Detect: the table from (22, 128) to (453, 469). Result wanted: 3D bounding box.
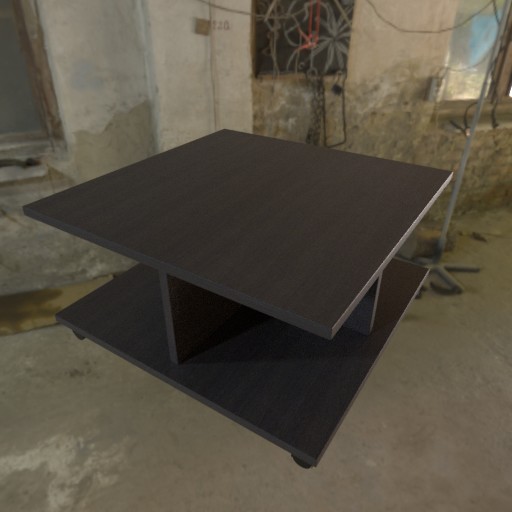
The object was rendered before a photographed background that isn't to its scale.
[{"bbox_3d":[0.000,0.000,1.193,0.762,0.396,0.762,19,36,28],"label":"table"}]
